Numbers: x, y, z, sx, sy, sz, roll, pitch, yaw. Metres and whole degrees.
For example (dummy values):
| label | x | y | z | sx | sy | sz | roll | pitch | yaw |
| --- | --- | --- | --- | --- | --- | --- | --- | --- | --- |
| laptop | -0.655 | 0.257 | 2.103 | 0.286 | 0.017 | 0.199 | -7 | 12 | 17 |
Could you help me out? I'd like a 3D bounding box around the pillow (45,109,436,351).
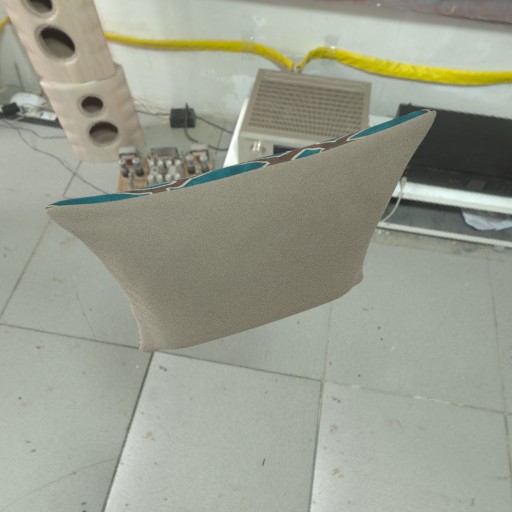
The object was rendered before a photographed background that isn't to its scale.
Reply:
| label | x | y | z | sx | sy | sz | roll | pitch | yaw |
| --- | --- | --- | --- | --- | --- | --- | --- | --- | --- |
| pillow | 0.000 | 0.000 | 0.778 | 0.526 | 0.507 | 0.166 | -16 | 60 | -10 |
